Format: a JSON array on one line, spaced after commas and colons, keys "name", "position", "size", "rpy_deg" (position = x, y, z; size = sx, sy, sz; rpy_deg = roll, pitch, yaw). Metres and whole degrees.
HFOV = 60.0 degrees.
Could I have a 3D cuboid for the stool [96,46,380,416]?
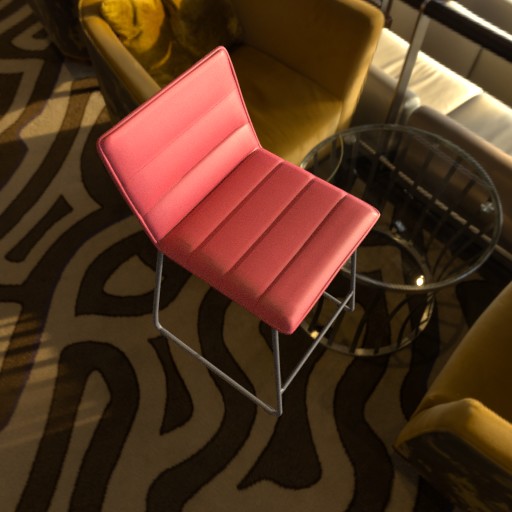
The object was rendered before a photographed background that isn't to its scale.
[{"name": "stool", "position": [0.000, 0.000, 1.202], "size": [0.524, 0.866, 0.489], "rpy_deg": [33, 64, 18]}]
